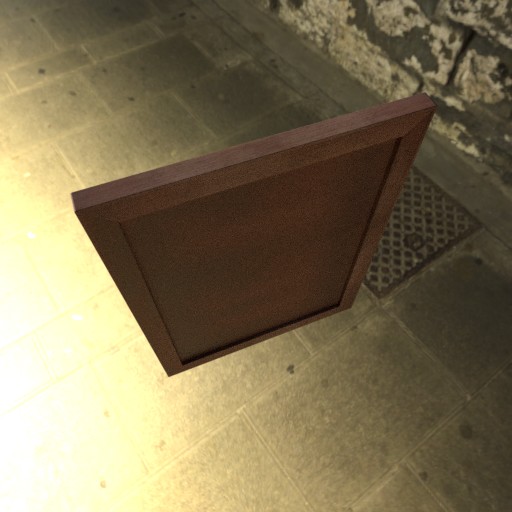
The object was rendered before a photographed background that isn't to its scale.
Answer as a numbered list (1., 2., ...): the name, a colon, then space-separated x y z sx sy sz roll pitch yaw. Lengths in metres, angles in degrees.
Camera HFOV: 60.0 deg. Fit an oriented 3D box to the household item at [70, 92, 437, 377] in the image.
1. household item: 0.000 0.000 0.539 0.310 0.407 0.067 -19 60 -11
